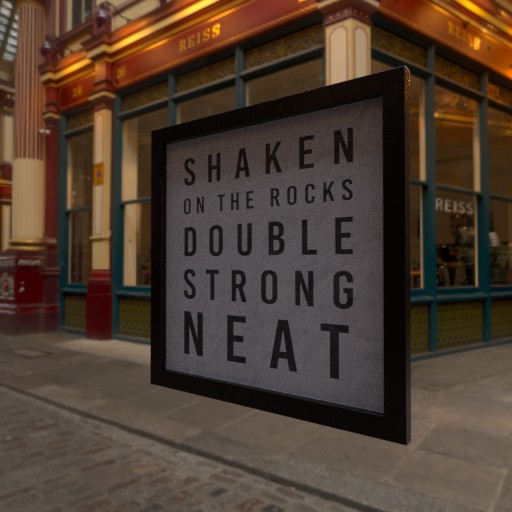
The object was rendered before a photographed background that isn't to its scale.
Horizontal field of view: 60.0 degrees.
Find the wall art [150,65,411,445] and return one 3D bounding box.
[{"bbox_3d":[0.000,0.000,0.515,0.349,0.349,0.014,-1,-1,36],"label":"wall art"}]
